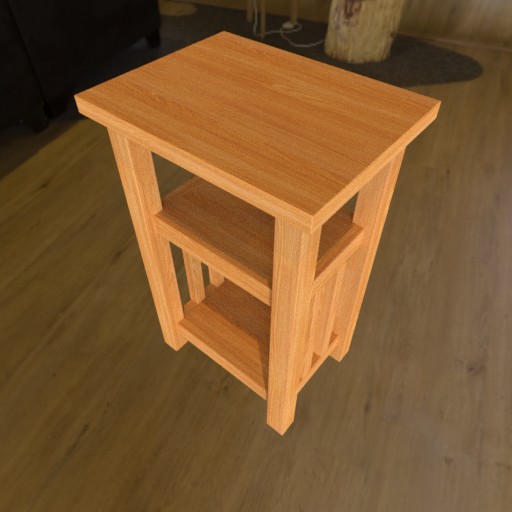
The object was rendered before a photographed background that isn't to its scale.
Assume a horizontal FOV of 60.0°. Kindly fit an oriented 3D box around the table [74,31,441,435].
[{"bbox_3d":[0.000,0.000,0.731,0.350,0.550,0.270,31,54,26],"label":"table"}]
